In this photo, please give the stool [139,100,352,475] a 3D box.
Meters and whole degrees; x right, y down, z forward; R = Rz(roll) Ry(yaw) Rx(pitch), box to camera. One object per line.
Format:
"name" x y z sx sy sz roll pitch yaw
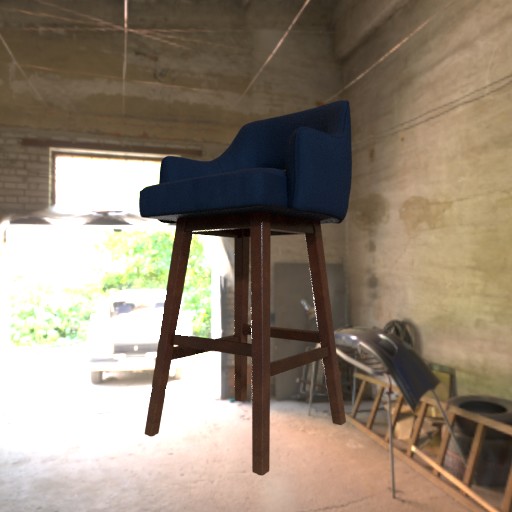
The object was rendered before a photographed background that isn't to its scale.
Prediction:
"stool" 0.000 0.000 1.370 0.550 1.041 0.560 -1 -2 37
